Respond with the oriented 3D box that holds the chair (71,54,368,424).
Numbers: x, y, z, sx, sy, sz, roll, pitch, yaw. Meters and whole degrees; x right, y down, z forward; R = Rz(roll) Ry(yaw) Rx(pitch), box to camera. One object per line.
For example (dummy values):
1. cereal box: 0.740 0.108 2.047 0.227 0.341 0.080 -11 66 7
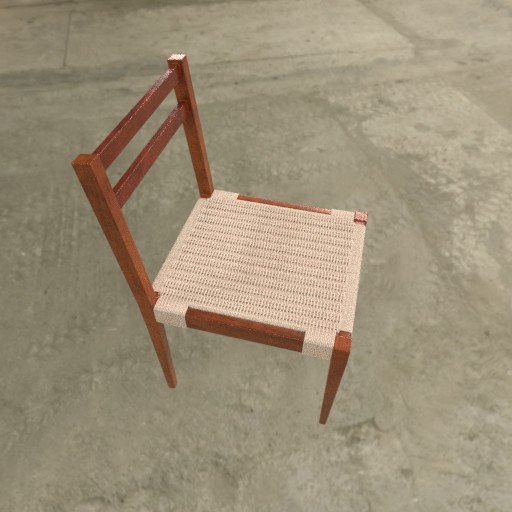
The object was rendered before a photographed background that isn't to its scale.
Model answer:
1. chair: 0.000 0.000 1.224 0.569 0.851 0.495 11 48 10
